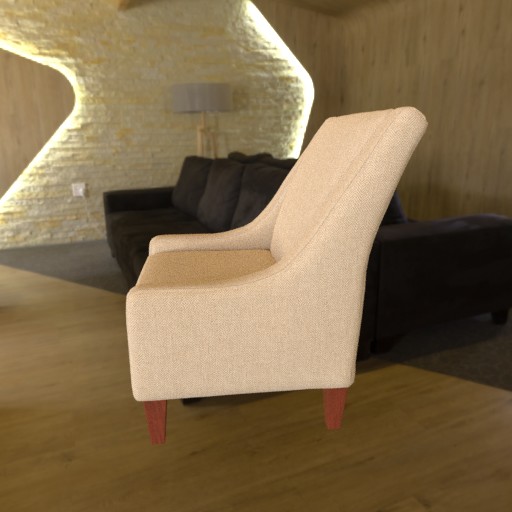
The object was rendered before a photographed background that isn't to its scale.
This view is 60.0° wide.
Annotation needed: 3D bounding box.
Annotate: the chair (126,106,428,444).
[{"bbox_3d":[0.000,0.000,1.640,0.870,1.014,0.774,-2,15,-7],"label":"chair"}]
